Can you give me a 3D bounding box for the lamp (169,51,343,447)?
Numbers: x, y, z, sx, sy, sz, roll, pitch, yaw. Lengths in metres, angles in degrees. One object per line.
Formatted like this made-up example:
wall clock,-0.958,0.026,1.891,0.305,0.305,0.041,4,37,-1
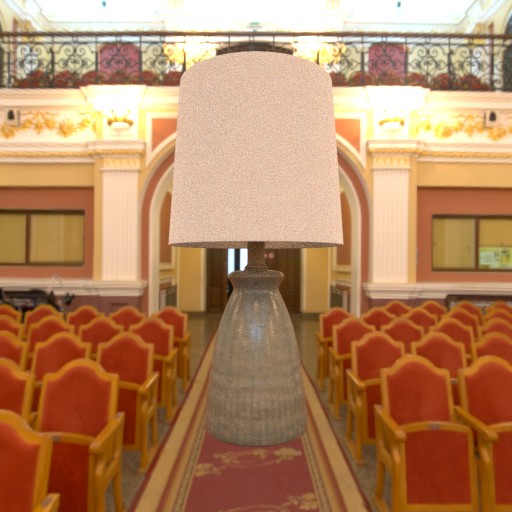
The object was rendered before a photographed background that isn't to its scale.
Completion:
lamp,0.000,0.000,0.481,0.186,0.369,0.186,0,-1,0
